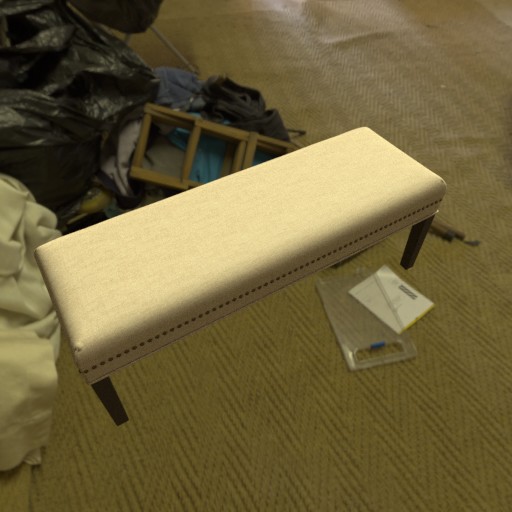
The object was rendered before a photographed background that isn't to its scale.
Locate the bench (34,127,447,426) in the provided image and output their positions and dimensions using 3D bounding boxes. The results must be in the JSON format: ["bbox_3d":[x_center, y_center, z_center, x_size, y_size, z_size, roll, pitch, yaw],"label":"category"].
[{"bbox_3d":[0.000,0.000,1.464,1.219,0.457,0.410,-24,52,-21],"label":"bench"}]
